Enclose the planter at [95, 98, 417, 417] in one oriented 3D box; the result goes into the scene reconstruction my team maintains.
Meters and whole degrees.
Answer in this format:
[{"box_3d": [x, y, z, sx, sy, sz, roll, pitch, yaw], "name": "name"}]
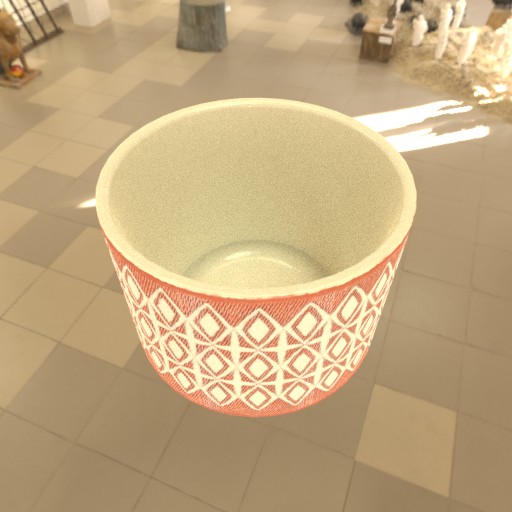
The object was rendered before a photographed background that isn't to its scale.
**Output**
[{"box_3d": [0.000, 0.000, 0.325, 0.192, 0.148, 0.192, 0, 47, 0], "name": "planter"}]
